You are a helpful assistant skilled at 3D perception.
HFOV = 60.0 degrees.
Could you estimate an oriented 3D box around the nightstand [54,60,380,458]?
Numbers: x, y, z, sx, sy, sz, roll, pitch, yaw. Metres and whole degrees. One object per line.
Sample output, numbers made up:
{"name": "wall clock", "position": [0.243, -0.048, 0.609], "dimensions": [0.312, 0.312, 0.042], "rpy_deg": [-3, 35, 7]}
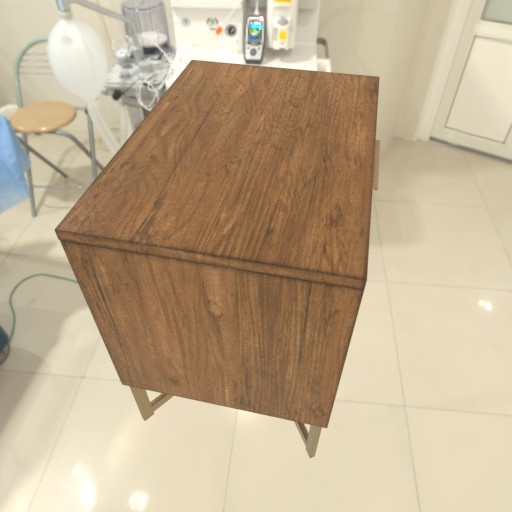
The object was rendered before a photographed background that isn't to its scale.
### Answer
{"name": "nightstand", "position": [0.000, 0.000, 1.012], "dimensions": [0.446, 0.610, 0.610], "rpy_deg": [9, 46, 9]}
